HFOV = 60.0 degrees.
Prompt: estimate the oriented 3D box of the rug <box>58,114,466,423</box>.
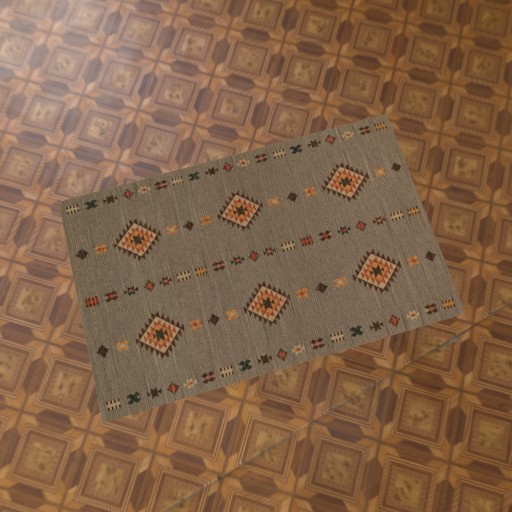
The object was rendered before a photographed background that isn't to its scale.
[{"bbox_3d":[0.000,0.000,2.997,2.427,0.007,1.515,-16,77,-4],"label":"rug"}]
